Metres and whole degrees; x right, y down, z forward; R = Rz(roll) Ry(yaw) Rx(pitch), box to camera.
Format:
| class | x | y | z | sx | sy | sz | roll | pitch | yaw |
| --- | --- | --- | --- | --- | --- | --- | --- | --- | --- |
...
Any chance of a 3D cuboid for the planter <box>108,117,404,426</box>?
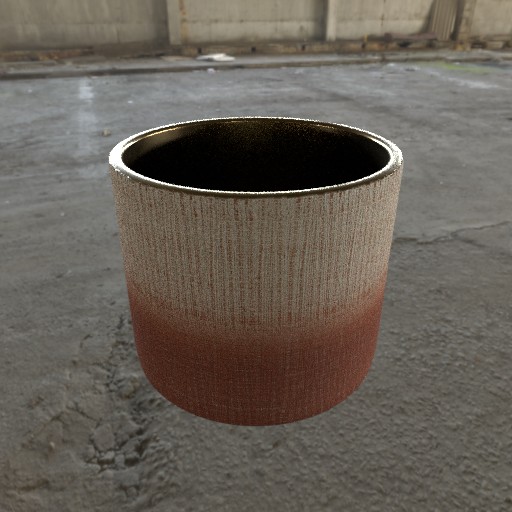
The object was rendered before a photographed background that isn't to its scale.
| class | x | y | z | sx | sy | sz | roll | pitch | yaw |
| --- | --- | --- | --- | --- | --- | --- | --- | --- | --- |
| planter | 0.000 | 0.000 | 0.440 | 0.254 | 0.221 | 0.254 | 0 | 29 | 0 |
